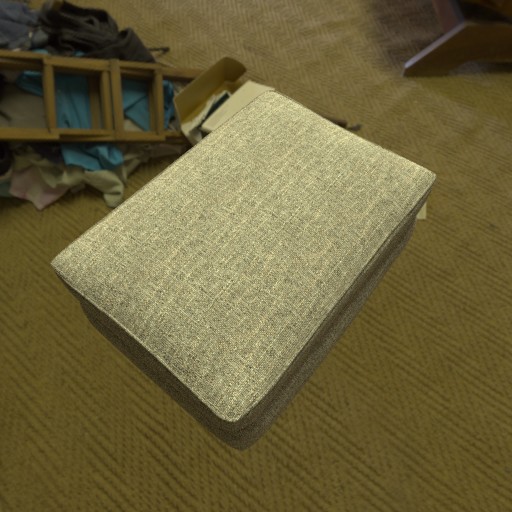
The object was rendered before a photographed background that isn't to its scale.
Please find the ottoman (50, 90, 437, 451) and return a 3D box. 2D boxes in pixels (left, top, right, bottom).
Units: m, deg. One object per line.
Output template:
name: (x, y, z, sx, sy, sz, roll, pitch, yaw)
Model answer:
ottoman: (0.000, 0.000, 1.005, 0.508, 0.406, 0.686, 35, 64, 20)
